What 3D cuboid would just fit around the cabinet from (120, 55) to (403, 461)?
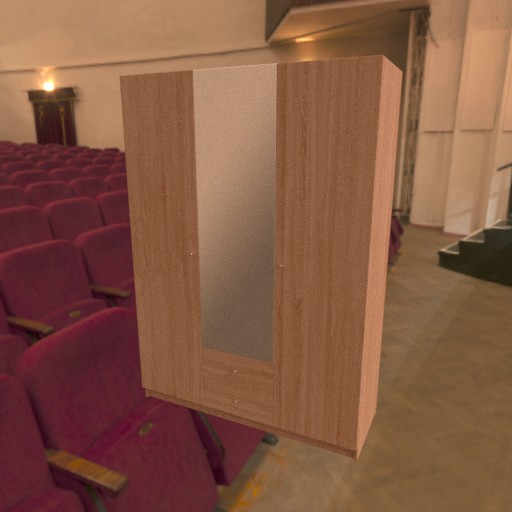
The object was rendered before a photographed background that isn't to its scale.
[{"bbox_3d":[0.000,0.000,2.760,1.500,2.120,0.590,7,16,25],"label":"cabinet"}]
